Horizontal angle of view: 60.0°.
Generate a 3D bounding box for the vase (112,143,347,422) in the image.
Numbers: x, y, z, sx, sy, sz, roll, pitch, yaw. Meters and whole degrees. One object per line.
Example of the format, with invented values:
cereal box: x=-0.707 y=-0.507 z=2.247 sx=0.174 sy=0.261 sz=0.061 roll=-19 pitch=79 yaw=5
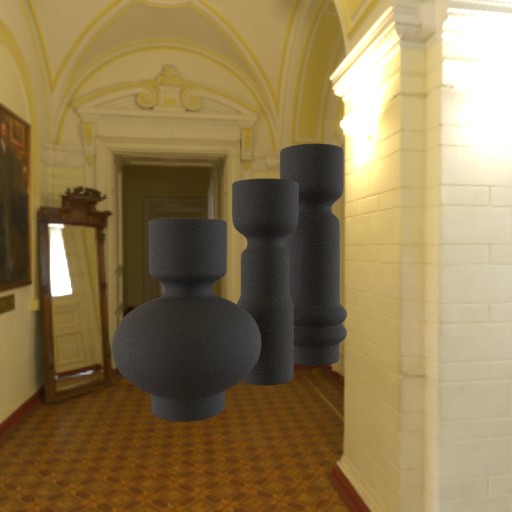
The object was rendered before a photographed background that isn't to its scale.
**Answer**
vase: x=0.000 y=0.000 z=0.438 sx=0.120 sy=0.249 sz=0.307 roll=0 pitch=1 yaw=36
